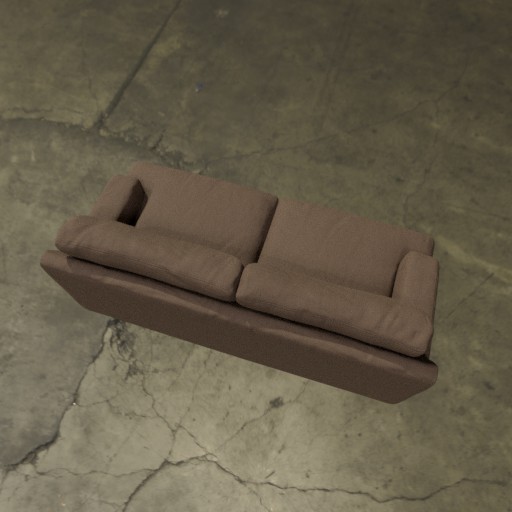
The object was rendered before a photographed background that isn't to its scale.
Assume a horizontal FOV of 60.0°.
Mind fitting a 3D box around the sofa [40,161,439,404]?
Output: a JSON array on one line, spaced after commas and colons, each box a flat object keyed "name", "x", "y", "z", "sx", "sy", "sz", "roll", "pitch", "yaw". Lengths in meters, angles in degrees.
[{"name": "sofa", "x": 0.000, "y": 0.000, "z": 2.863, "sx": 2.274, "sy": 0.950, "sz": 1.140, "roll": 16, "pitch": 64, "yaw": 8}]
